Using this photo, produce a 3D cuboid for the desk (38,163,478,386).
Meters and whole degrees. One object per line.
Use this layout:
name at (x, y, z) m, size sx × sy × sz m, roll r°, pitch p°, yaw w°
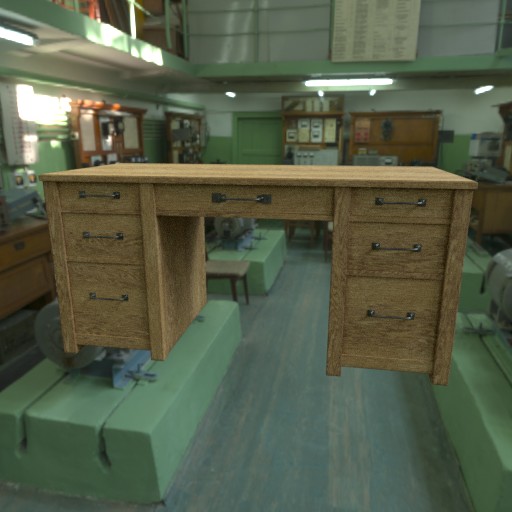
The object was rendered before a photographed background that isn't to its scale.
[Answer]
desk at (0.000, 0.000, 1.972) m, size 1.567 × 0.751 × 0.685 m, roll 3°, pitch 16°, yaw 9°
